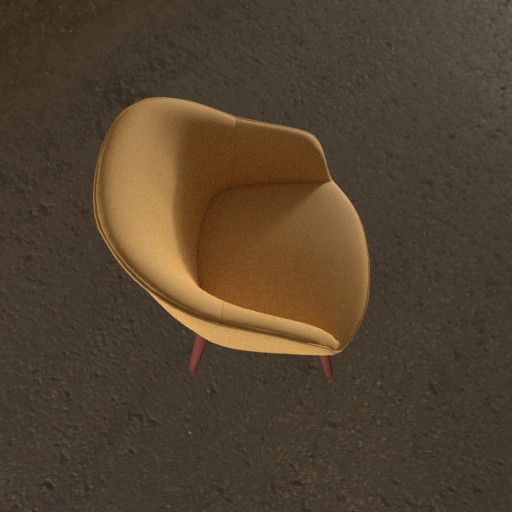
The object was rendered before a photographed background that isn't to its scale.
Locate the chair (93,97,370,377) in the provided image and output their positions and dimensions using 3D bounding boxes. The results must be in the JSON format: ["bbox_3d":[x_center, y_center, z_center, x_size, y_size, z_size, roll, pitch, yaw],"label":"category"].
[{"bbox_3d":[0.000,0.000,1.241,0.635,0.823,0.596,2,64,1],"label":"chair"}]
